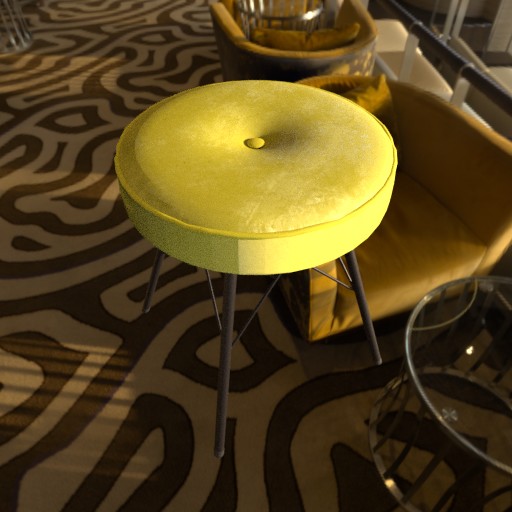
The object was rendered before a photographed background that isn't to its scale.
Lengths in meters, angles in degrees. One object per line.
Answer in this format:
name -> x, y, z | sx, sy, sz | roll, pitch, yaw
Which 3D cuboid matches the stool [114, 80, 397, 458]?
stool -> 0.000, 0.000, 0.820 | 0.409, 0.508, 0.409 | -23, 50, -20
